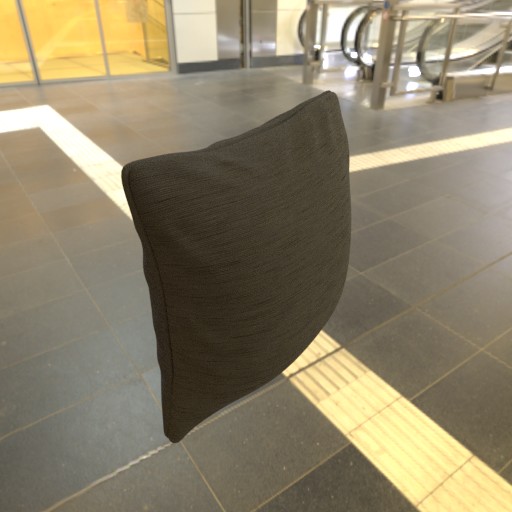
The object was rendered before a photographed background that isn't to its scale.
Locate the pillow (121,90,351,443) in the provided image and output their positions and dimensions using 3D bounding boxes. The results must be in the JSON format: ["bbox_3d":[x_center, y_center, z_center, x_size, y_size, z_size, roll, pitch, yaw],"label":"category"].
[{"bbox_3d":[0.000,0.000,0.671,0.246,0.414,0.432,21,38,30],"label":"pillow"}]
